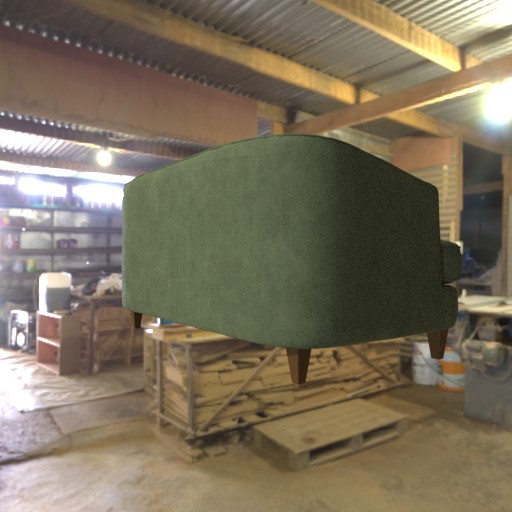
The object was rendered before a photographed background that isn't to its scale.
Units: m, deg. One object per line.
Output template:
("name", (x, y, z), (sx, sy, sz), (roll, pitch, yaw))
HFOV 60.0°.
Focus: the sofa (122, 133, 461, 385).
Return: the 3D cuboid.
("sofa", (0.000, 0.000, 2.270), (0.941, 0.855, 1.733), (0, 0, -37))
